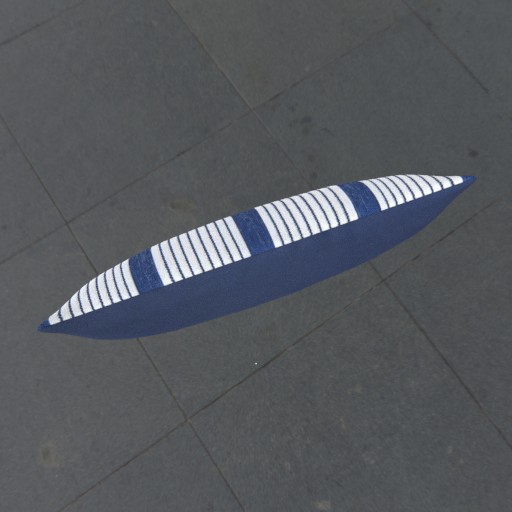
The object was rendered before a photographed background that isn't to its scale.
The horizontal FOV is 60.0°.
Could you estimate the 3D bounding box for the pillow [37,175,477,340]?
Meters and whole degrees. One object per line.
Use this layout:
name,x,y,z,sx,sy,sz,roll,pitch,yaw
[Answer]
pillow,0.000,0.000,0.719,0.608,0.292,0.156,-19,77,-5
